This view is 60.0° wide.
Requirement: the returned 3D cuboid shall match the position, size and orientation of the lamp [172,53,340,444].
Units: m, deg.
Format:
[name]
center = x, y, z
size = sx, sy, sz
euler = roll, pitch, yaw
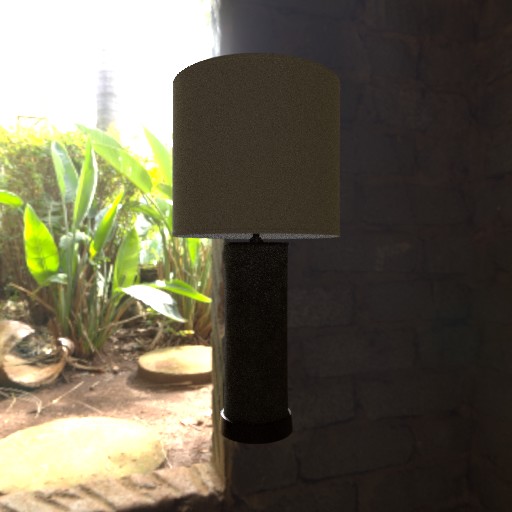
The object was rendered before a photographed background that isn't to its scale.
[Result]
[lamp]
center = 0.000, 0.000, 0.807
size = 0.301, 0.630, 0.301
euler = 0, 1, 36
